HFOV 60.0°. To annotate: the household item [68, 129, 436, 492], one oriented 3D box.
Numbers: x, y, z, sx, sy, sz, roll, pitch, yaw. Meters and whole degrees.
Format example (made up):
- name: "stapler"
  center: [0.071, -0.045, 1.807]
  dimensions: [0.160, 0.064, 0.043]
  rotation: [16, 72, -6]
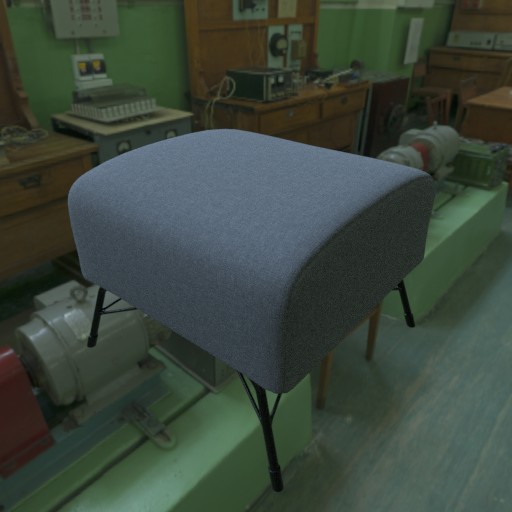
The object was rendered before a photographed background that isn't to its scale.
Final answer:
- name: "household item"
  center: [0.000, 0.000, 0.897]
  dimensions: [0.530, 0.410, 0.530]
  rotation: [23, 37, 34]
